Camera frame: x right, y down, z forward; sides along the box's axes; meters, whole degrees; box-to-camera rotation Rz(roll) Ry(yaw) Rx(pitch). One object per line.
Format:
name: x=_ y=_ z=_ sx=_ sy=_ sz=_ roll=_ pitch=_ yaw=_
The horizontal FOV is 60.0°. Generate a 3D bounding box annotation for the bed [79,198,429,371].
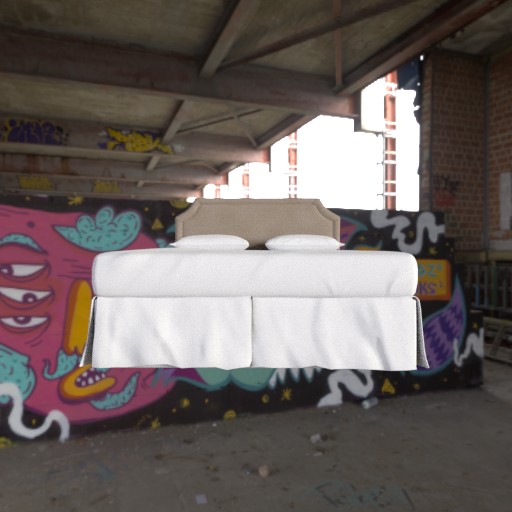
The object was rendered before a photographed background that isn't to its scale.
bed: x=0.000 y=0.000 z=3.696 sx=1.977 sy=1.293 sz=2.498 roll=0 pitch=0 yaw=1
